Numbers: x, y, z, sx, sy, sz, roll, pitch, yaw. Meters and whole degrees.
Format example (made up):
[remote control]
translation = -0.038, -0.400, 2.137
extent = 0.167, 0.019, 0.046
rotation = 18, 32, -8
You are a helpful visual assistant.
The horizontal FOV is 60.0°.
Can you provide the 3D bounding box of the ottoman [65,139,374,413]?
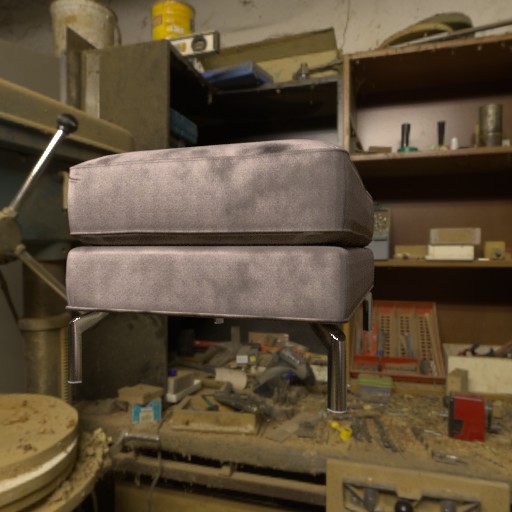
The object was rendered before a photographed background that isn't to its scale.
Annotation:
[ottoman]
translation = 0.000, 0.000, 1.066
extent = 0.520, 0.456, 0.719
rotation = 0, 1, 18
